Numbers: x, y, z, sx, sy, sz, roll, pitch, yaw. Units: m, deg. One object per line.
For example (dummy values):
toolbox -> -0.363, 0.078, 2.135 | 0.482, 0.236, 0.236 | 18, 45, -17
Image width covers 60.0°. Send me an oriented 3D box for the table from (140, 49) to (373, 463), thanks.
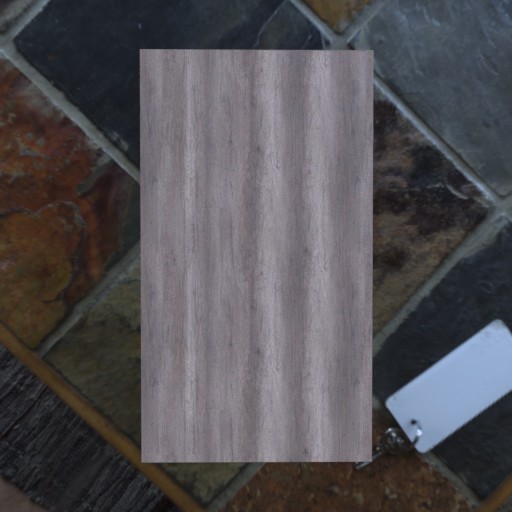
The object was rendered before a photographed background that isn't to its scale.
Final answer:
table -> 0.000, 0.000, 2.107 | 0.900, 0.775, 1.600 | 0, 91, -1
